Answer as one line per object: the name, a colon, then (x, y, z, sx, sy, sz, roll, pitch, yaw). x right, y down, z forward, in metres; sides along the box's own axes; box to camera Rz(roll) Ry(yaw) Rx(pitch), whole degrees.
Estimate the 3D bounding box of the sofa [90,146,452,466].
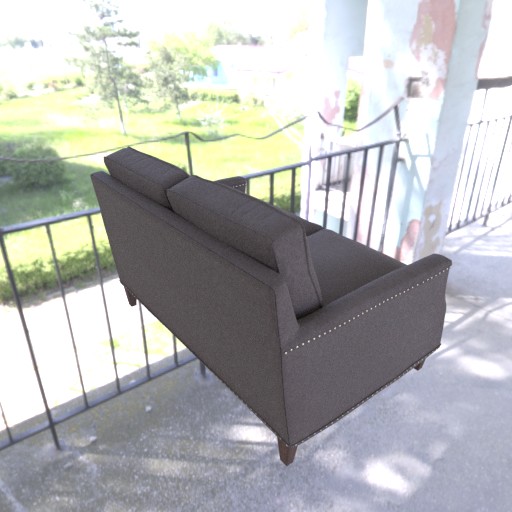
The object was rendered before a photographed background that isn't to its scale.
sofa: (0.000, 0.000, 2.266, 1.084, 1.003, 1.597, -20, 33, -34)
